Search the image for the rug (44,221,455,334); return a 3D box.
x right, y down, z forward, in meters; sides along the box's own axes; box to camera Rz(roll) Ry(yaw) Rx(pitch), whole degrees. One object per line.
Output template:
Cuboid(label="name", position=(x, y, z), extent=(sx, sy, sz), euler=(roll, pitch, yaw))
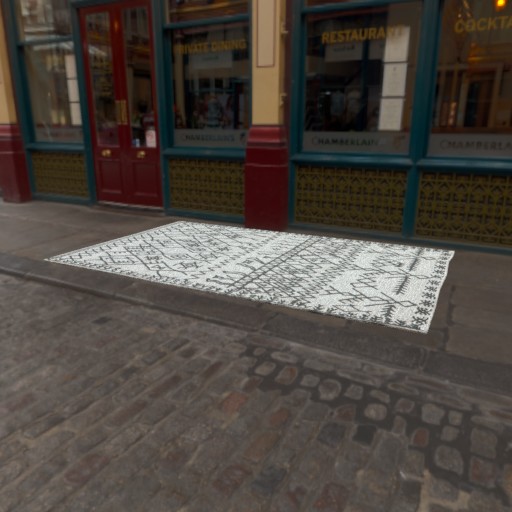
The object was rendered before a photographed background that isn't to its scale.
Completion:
Cuboid(label="rug", position=(0.000, 0.000, 4.840), extent=(3.824, 0.019, 2.393), euler=(8, 18, 26))
